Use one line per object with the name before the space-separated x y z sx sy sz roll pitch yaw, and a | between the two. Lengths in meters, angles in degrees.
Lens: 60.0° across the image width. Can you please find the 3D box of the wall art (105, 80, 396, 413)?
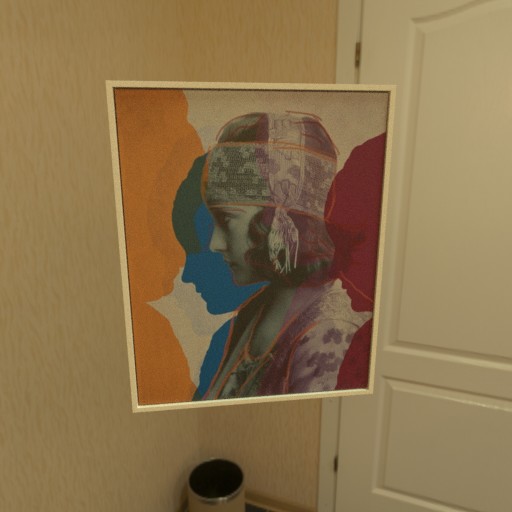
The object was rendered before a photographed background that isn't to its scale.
wall art | 0.000 0.000 0.754 0.443 0.549 0.030 -2 15 -8
